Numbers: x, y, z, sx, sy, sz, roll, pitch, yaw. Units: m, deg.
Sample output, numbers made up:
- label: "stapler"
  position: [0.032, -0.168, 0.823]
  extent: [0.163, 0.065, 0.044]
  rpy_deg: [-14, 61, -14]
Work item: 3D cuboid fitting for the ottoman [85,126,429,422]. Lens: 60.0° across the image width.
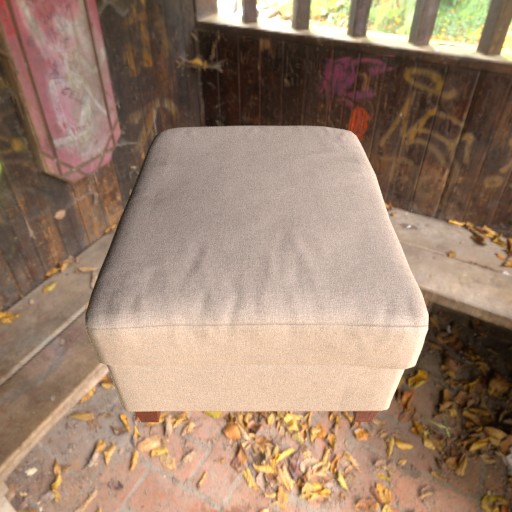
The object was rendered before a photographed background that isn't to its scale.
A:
- label: "ottoman"
  position: [0.000, 0.000, 1.308]
  extent: [0.692, 0.511, 0.902]
  rpy_deg: [0, 40, 0]
